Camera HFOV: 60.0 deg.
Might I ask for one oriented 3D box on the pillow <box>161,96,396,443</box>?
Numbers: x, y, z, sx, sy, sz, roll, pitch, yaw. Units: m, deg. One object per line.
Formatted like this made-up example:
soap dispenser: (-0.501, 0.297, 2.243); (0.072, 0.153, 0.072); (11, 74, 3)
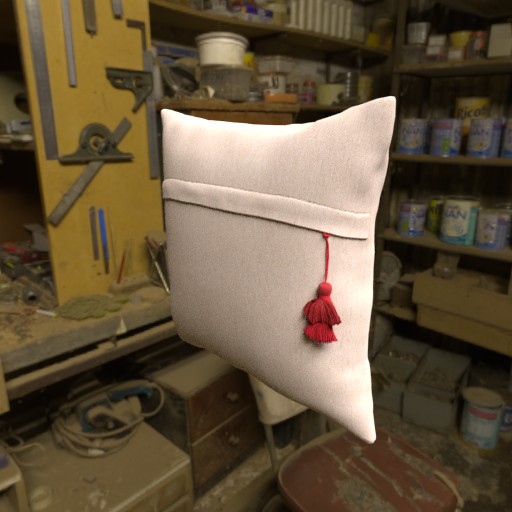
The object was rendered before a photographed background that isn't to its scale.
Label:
pillow: (0.000, 0.000, 0.674); (0.173, 0.436, 0.433); (-15, 22, -43)
